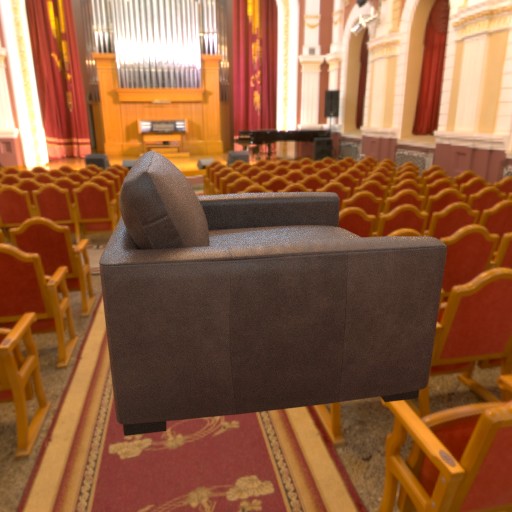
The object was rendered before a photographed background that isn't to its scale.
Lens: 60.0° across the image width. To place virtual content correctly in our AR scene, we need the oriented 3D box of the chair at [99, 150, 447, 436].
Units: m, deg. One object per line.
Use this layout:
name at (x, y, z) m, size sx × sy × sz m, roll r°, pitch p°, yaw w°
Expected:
chair at (0.000, 0.000, 1.822) m, size 1.069 × 0.812 × 1.100 m, roll -3°, pitch 18°, yaw -10°
